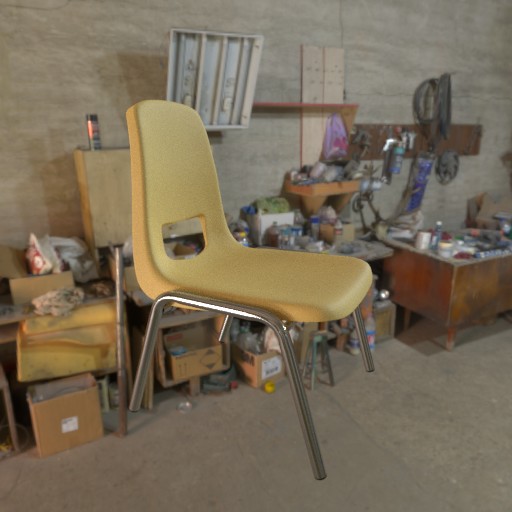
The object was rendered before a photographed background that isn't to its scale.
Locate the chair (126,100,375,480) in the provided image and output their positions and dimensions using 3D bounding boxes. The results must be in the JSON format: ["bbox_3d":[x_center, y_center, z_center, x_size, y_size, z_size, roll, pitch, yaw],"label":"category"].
[{"bbox_3d":[0.000,0.000,0.789,0.385,0.536,0.354,7,16,25],"label":"chair"}]
